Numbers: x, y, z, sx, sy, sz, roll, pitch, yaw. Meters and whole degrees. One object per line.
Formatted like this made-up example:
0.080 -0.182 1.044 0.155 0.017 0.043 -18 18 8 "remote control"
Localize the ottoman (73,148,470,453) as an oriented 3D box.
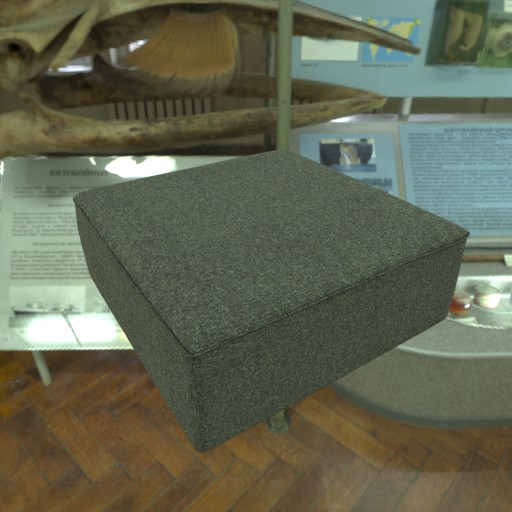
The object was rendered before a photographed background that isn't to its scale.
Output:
0.000 0.000 1.611 1.017 0.423 1.021 -19 36 -27 "ottoman"
